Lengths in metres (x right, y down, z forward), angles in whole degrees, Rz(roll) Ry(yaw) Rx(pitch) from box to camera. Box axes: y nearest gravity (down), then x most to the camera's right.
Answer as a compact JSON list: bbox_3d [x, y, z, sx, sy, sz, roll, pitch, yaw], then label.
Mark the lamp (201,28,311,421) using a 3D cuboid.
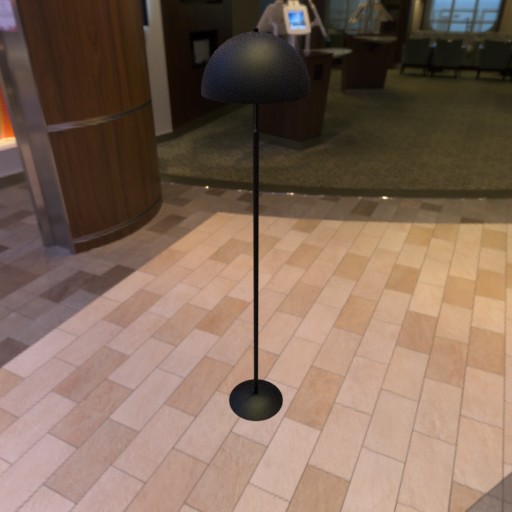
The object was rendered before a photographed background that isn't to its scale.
[{"bbox_3d":[0.000,0.000,1.616,0.328,1.480,0.328,-10,31,-17],"label":"lamp"}]
